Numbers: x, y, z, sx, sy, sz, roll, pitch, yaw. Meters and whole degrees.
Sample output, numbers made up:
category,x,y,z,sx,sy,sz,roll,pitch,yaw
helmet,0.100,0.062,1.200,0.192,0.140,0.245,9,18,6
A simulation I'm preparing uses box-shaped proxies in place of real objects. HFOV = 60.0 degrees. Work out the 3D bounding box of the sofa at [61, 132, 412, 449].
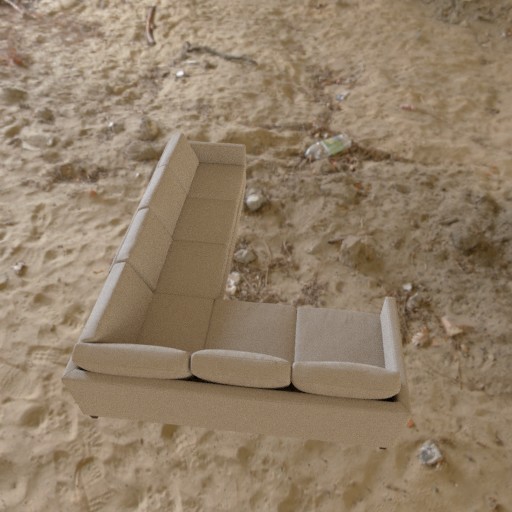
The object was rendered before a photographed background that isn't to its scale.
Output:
category,x,y,z,sx,sy,sz,roll,pitch,yaw
sofa,0.000,0.000,4.272,2.432,0.863,3.182,4,46,4
